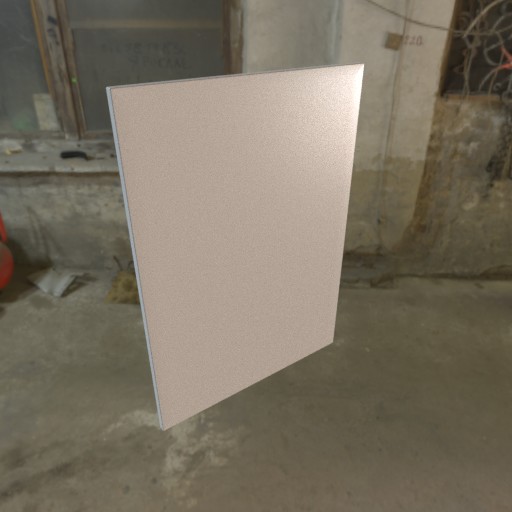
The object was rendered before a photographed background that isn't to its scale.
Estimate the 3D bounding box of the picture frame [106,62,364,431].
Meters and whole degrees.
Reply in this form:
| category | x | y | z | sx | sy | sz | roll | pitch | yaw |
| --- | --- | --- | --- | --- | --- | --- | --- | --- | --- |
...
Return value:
| category | x | y | z | sx | sy | sz | roll | pitch | yaw |
| --- | --- | --- | --- | --- | --- | --- | --- | --- | --- |
| picture frame | 0.000 | 0.000 | 0.693 | 0.381 | 0.534 | 0.012 | -19 | 35 | -30 |
